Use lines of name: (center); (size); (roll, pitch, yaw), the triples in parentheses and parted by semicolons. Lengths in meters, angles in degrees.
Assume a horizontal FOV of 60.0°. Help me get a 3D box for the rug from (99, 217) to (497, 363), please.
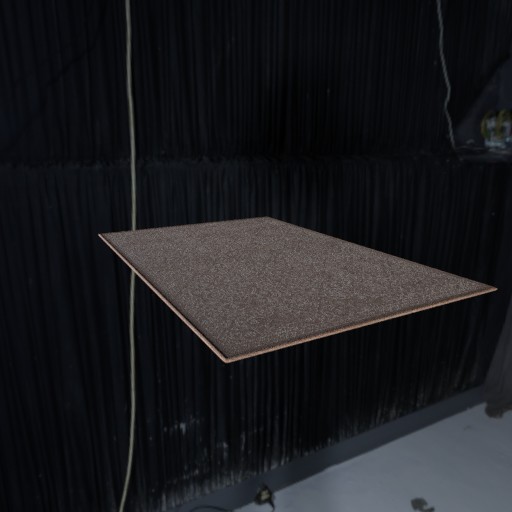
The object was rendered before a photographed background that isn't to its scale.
rug: (0.000, 0.000, 2.838); (1.524, 0.011, 2.286); (-9, 18, -28)
